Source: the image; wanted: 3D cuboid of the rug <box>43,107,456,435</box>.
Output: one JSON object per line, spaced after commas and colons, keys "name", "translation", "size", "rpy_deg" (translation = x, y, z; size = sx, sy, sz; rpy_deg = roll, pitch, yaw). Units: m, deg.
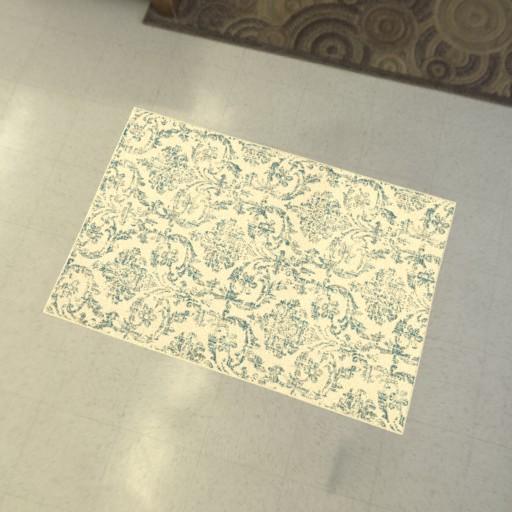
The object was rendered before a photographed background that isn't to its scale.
{"name": "rug", "translation": [0.000, 0.000, 3.403], "size": [2.746, 0.018, 1.819], "rpy_deg": [18, 77, 4]}
